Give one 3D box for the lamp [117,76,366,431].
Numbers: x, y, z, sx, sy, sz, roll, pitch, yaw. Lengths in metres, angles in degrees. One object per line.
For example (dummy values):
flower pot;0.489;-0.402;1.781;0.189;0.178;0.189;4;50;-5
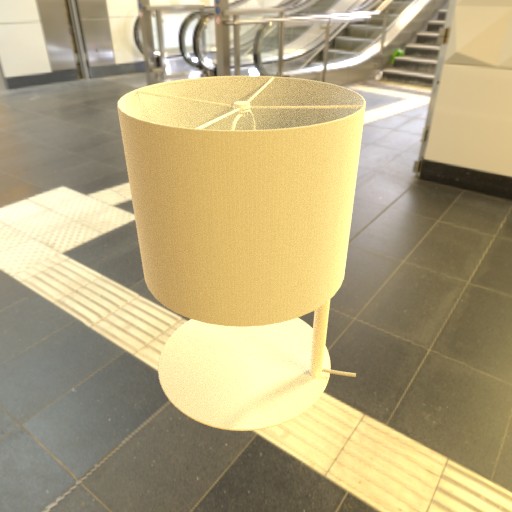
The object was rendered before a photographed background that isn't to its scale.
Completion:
lamp;0.000;0.000;0.661;0.341;0.454;0.299;9;33;14
